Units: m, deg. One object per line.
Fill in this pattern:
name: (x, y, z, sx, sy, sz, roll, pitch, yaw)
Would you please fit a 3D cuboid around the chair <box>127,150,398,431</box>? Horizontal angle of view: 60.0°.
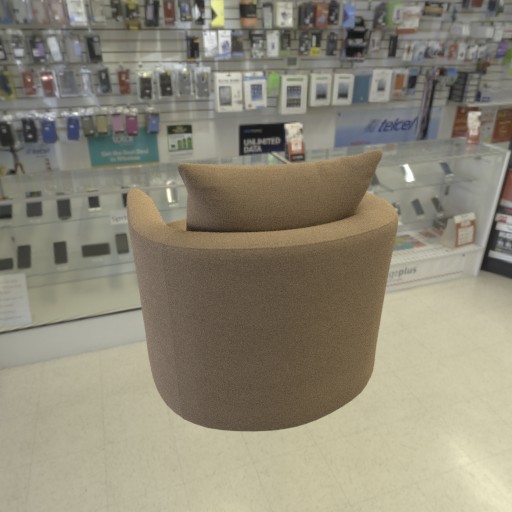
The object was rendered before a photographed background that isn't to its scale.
chair: (0.000, 0.000, 1.587, 0.845, 0.848, 0.910, -8, 28, -14)
